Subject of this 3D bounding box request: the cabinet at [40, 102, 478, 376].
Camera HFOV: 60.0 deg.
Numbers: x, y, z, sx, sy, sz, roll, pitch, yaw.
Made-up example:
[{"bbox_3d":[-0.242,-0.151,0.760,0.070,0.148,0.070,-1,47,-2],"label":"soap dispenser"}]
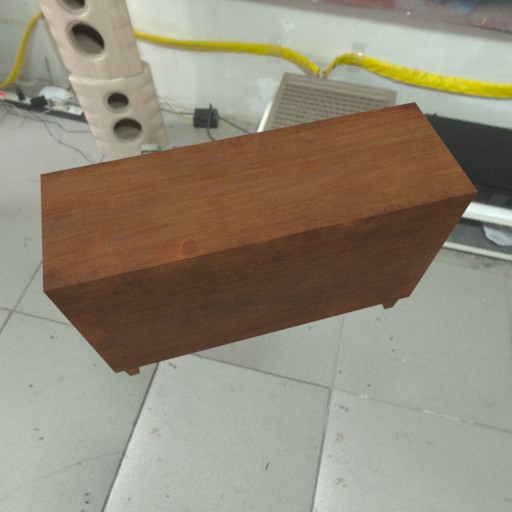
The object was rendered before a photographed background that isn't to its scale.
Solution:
[{"bbox_3d":[0.000,0.000,1.625,1.204,0.805,0.403,-13,59,-8],"label":"cabinet"}]
